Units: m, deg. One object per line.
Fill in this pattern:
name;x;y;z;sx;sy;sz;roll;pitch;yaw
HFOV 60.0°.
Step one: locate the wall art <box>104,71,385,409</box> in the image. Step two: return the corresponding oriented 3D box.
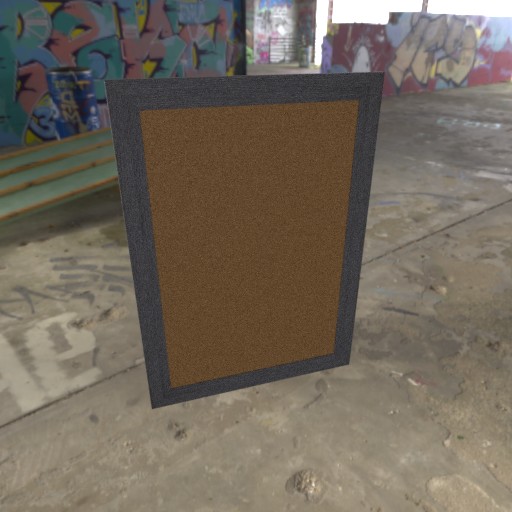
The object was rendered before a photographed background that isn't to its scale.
wall art;0.000;0.000;1.414;0.768;1.070;0.020;-8;28;-16
